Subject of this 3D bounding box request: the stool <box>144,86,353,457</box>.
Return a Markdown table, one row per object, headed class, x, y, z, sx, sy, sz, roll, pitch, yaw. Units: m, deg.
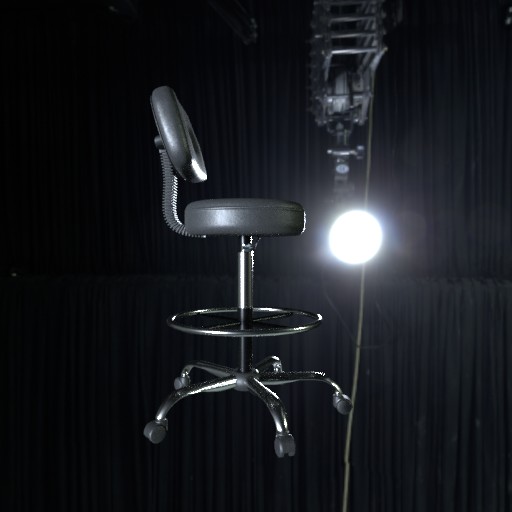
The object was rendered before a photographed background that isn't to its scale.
| class | x | y | z | sx | sy | sz | roll | pitch | yaw |
| --- | --- | --- | --- | --- | --- | --- | --- | --- | --- |
| stool | 0.000 | 0.000 | 1.506 | 0.658 | 1.069 | 0.694 | 0 | 1 | 0 |
